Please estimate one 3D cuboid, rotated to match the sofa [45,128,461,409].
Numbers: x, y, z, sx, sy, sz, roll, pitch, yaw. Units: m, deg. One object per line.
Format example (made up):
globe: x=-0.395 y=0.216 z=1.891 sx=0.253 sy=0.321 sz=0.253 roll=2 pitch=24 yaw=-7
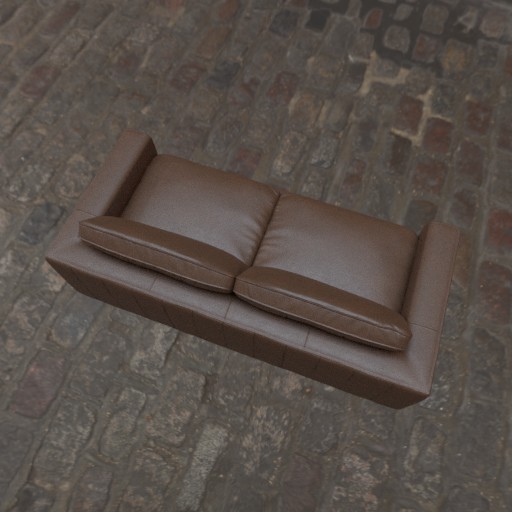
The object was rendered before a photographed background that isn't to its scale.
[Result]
sofa: x=0.000 y=0.000 z=2.756 sx=2.262 sy=0.801 sz=1.070 roll=18 pitch=66 yaw=8
